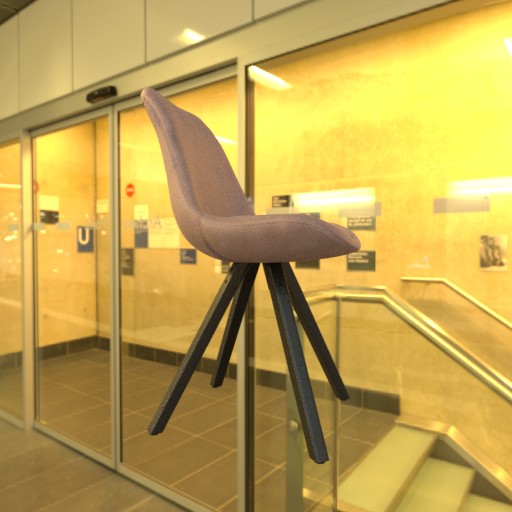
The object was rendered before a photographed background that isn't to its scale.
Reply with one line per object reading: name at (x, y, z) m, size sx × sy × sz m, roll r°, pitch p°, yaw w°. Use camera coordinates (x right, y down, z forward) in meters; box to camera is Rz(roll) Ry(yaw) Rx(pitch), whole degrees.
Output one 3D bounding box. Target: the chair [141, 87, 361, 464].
chair at (0.000, 0.000, 1.191) m, size 0.547 × 0.865 × 0.483 m, roll 0°, pitch 2°, yaw 18°
